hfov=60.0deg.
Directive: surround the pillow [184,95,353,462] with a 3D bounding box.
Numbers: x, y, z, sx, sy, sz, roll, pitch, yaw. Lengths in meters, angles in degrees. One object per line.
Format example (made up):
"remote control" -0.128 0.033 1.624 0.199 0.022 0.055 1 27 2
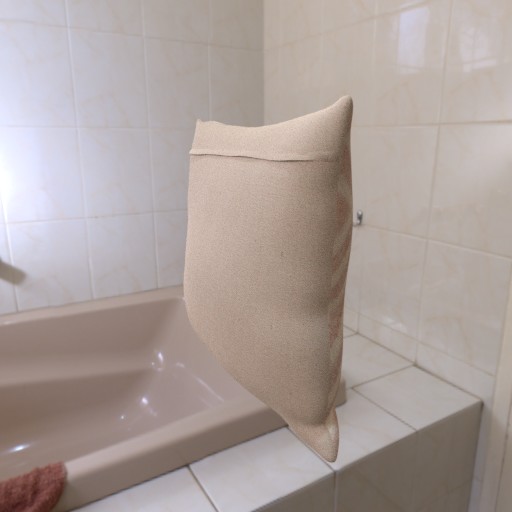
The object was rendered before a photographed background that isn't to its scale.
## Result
"pillow" 0.000 0.000 0.692 0.182 0.441 0.440 -8 17 -28
